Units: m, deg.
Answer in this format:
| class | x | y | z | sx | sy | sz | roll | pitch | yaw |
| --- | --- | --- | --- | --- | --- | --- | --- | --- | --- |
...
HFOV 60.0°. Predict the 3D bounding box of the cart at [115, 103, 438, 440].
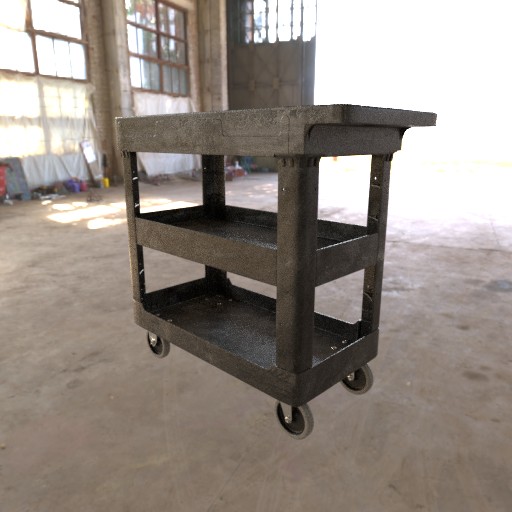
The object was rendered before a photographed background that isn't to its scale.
| class | x | y | z | sx | sy | sz | roll | pitch | yaw |
| --- | --- | --- | --- | --- | --- | --- | --- | --- | --- |
| cart | 0.000 | 0.000 | 1.358 | 0.877 | 0.824 | 0.420 | 14 | 20 | 43 |
